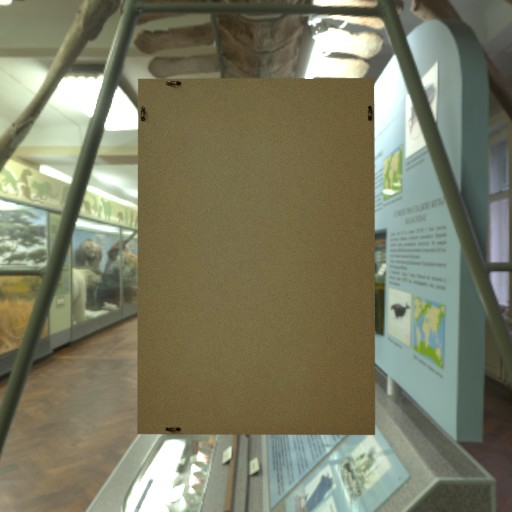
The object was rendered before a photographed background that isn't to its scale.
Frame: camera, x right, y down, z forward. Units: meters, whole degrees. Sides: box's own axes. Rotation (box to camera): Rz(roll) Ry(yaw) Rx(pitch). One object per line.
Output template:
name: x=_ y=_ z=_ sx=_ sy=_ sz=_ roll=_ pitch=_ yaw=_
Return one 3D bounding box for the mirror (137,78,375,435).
mirror: x=0.000 y=0.000 z=1.153 sx=0.609 sy=0.915 sz=0.041 roll=0 pitch=0 yaw=1
